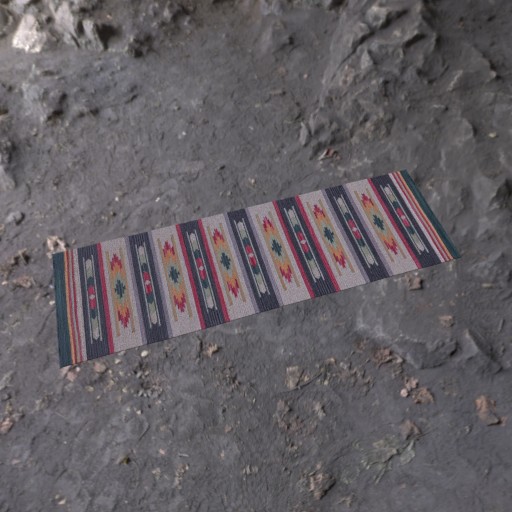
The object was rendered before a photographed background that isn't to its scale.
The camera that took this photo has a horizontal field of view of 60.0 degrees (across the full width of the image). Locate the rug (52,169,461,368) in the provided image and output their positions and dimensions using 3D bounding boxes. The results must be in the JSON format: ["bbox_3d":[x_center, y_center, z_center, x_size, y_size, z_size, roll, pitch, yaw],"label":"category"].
[{"bbox_3d":[0.000,0.000,2.761,2.440,0.009,0.760,-14,60,-9],"label":"rug"}]
